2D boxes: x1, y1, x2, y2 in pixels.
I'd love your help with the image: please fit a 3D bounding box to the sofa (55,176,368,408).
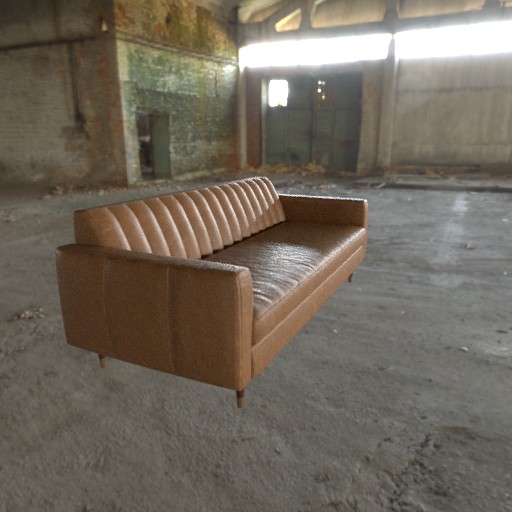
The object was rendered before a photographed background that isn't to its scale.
[{"bbox_3d":[0.000,0.000,2.842,0.990,0.821,2.291,7,17,25],"label":"sofa"}]
